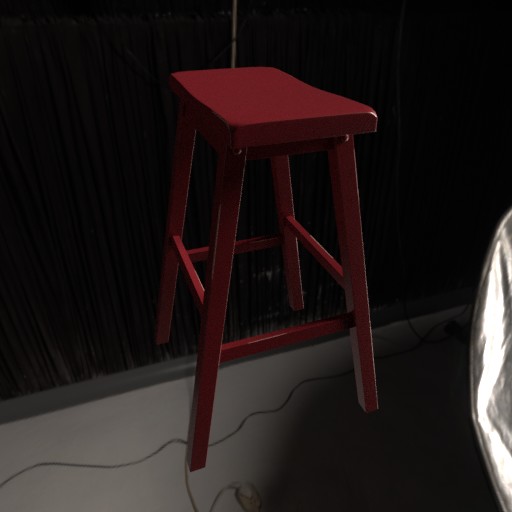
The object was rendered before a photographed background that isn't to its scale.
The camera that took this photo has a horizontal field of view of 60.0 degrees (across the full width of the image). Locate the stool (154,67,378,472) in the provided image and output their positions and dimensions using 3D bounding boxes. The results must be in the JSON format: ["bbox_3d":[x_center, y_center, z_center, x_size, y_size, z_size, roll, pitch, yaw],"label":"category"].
[{"bbox_3d":[0.000,0.000,1.018,0.476,0.737,0.457,-11,34,-17],"label":"stool"}]
